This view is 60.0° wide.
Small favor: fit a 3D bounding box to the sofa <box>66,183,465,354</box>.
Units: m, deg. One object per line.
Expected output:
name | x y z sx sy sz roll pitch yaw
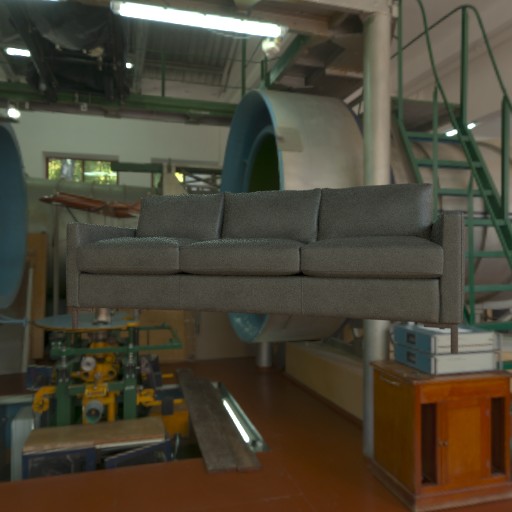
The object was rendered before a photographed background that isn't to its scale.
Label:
sofa | 0.000 0.000 2.419 2.029 0.805 0.748 0 0 19
